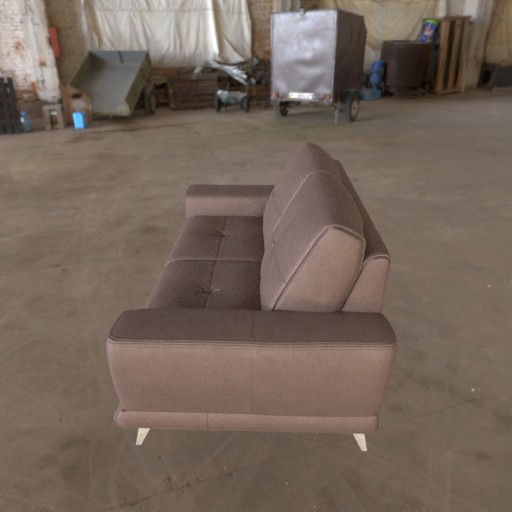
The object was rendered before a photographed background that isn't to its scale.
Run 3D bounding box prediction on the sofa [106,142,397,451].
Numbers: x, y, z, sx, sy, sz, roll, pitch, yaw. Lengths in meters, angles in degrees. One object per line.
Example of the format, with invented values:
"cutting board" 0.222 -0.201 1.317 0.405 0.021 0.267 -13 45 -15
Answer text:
"sofa" 0.000 0.000 2.306 1.018 0.907 1.806 1 27 2
